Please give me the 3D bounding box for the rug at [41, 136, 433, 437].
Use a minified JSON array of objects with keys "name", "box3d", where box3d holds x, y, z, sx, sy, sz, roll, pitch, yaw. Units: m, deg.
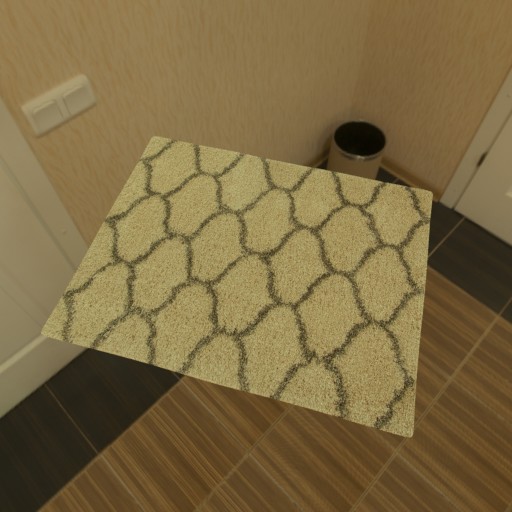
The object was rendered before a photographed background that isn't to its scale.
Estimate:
[{"name":"rug","box3d":[0.000,0.000,4.019,3.000,0.026,2.399,13,59,8]}]
